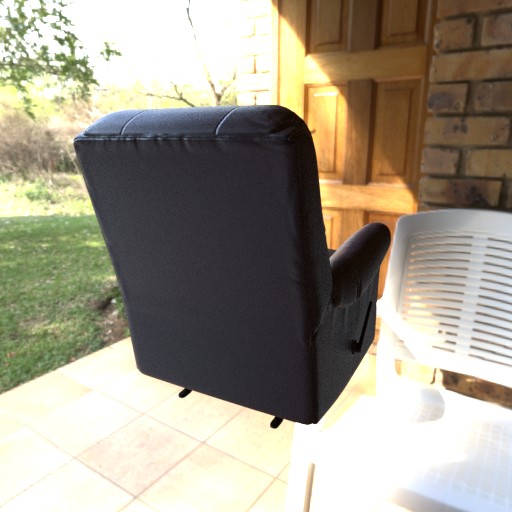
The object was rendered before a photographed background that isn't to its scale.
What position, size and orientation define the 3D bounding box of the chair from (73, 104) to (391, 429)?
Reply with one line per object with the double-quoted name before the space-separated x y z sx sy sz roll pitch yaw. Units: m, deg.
"chair" 0.000 0.000 1.711 0.838 1.054 1.014 8 17 27
